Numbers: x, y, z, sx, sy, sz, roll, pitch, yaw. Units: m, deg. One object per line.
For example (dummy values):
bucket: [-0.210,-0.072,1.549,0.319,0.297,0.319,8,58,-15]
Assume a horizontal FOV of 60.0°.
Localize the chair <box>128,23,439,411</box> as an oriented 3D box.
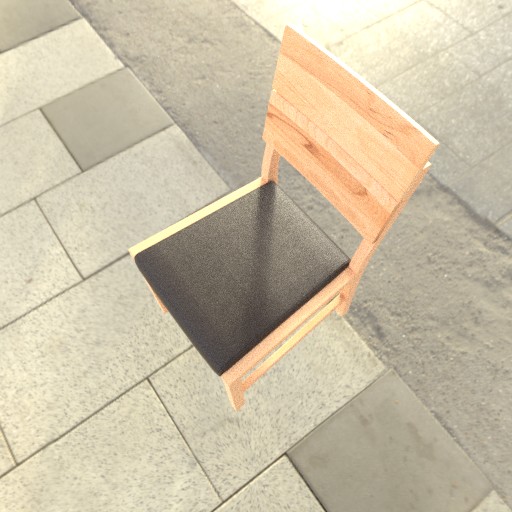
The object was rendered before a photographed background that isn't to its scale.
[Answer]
chair: [0.000,0.000,1.237,0.560,0.950,0.475,-35,69,-16]
